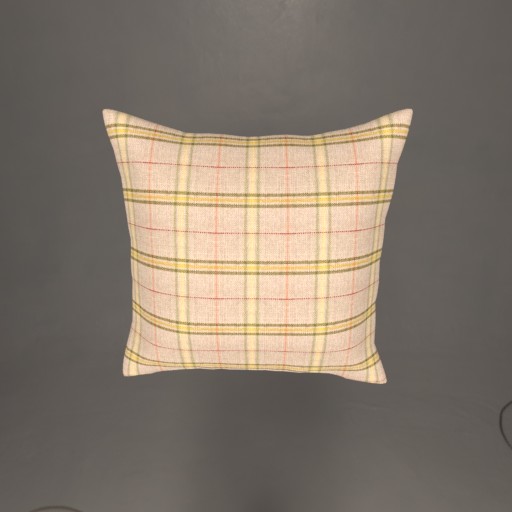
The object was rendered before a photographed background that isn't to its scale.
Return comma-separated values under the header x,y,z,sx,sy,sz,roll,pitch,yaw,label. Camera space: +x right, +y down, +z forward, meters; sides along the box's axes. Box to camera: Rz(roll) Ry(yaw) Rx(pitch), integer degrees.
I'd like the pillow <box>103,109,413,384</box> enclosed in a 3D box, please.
x,y,z,sx,sy,sz,roll,pitch,yaw,label
0.000,0.000,0.700,0.453,0.430,0.200,1,29,1,pillow
